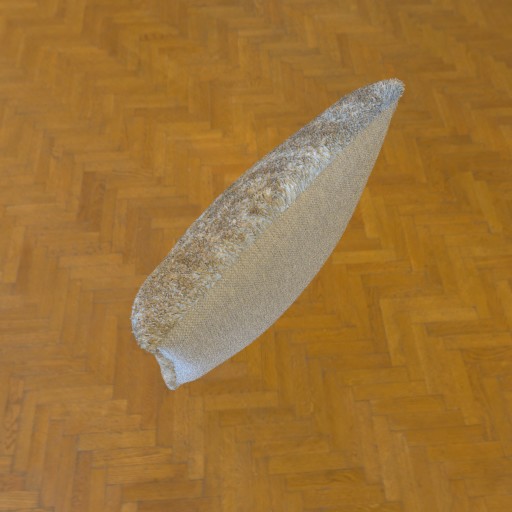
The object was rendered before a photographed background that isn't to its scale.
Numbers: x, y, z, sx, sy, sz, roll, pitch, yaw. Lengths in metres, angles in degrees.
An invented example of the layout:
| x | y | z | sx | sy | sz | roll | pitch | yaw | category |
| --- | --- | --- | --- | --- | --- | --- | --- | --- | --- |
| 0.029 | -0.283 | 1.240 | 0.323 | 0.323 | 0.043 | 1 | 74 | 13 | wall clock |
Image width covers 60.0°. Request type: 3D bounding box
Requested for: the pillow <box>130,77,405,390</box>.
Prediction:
| x | y | z | sx | sy | sz | roll | pitch | yaw | category |
| --- | --- | --- | --- | --- | --- | --- | --- | --- | --- |
| 0.000 | 0.000 | 0.797 | 0.218 | 0.515 | 0.529 | 37 | 69 | 17 | pillow |
